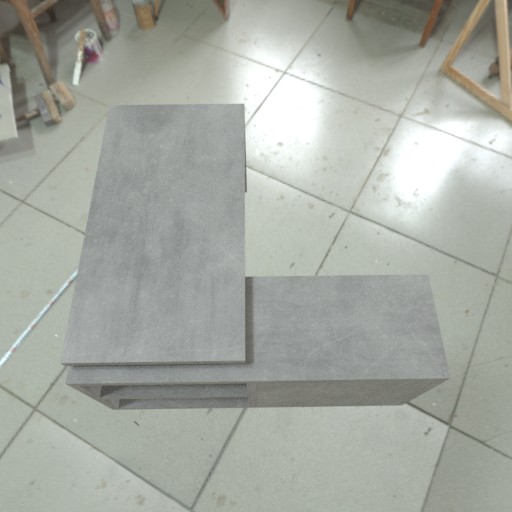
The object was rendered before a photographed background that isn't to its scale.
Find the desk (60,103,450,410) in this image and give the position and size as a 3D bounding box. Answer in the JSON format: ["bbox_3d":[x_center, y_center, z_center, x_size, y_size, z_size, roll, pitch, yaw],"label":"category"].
[{"bbox_3d":[0.000,0.000,2.305,1.500,0.740,1.400,-1,62,0],"label":"desk"}]
